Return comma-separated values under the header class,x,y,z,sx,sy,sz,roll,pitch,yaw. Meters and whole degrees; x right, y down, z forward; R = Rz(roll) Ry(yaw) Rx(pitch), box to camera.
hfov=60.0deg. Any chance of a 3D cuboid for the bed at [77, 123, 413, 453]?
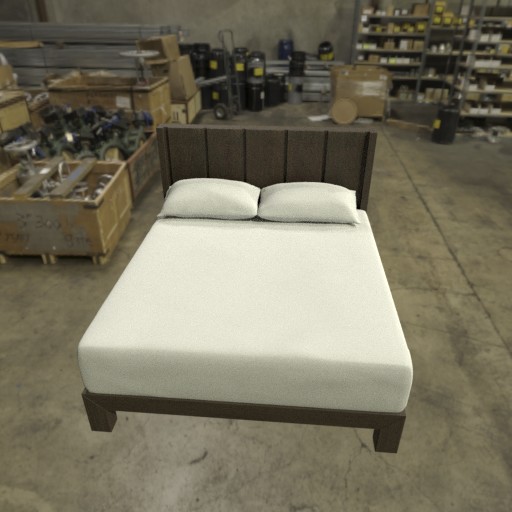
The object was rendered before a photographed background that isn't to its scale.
class,x,y,z,sx,sy,sz,roll,pitch,yaw
bed,0.000,0.000,3.025,1.735,1.261,1.992,2,31,4
